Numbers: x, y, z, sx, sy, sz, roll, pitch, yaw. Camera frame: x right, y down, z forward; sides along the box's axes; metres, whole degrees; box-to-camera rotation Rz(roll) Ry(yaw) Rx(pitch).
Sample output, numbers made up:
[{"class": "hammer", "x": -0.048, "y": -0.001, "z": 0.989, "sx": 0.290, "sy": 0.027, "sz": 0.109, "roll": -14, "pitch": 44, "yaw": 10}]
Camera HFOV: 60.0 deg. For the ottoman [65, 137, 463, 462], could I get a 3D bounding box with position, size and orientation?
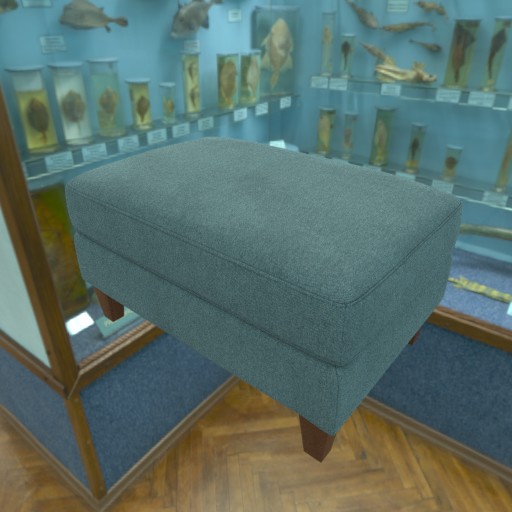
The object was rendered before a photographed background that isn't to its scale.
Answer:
[{"class": "ottoman", "x": 0.000, "y": 0.000, "z": 1.180, "sx": 0.864, "sy": 0.483, "sz": 0.584, "roll": 22, "pitch": 37, "yaw": 34}]
